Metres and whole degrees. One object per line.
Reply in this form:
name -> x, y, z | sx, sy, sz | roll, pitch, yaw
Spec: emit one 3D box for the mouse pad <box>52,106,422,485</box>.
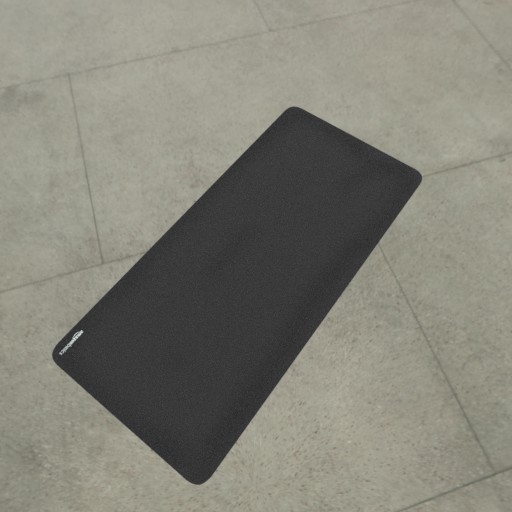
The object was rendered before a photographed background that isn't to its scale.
mouse pad -> 0.000, 0.000, 1.041 | 0.424, 0.003, 0.907 | 34, 68, 16
